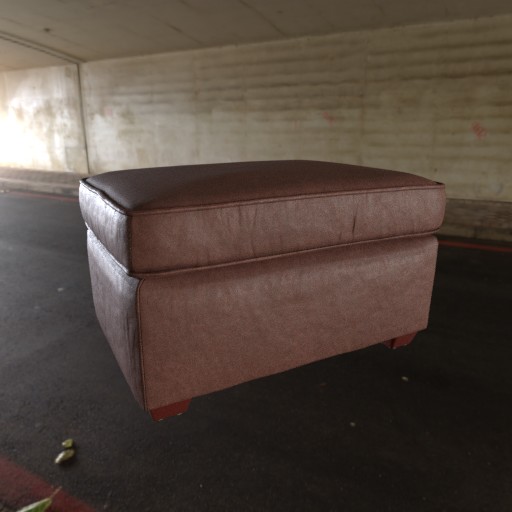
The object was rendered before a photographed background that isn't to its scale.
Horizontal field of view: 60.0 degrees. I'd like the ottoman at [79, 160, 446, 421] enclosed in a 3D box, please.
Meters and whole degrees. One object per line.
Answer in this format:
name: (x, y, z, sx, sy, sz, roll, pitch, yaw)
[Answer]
ottoman: (0.000, 0.000, 1.101, 0.749, 0.449, 0.548, -9, 18, -27)
